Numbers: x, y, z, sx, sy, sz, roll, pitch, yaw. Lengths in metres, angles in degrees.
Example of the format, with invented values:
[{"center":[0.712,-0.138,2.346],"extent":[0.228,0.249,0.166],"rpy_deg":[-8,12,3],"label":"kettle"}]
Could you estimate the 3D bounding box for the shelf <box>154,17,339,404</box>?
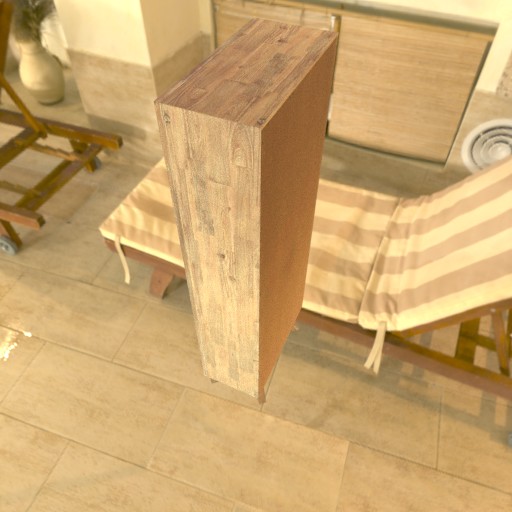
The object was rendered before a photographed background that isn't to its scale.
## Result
[{"center":[0.000,0.000,1.527],"extent":[0.267,1.342,0.491],"rpy_deg":[19,51,16],"label":"shelf"}]
